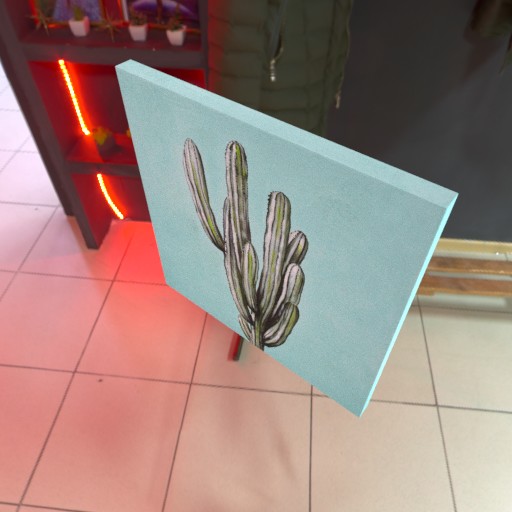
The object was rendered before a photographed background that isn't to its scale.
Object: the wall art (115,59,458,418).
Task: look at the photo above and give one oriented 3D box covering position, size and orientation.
[{"bbox_3d":[0.000,0.000,0.879,0.603,0.603,0.036,30,54,25],"label":"wall art"}]
